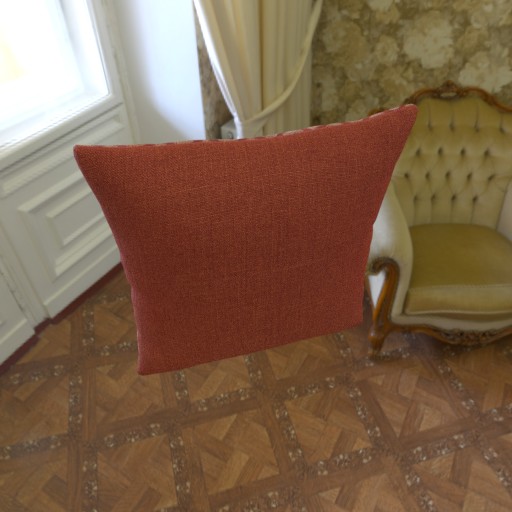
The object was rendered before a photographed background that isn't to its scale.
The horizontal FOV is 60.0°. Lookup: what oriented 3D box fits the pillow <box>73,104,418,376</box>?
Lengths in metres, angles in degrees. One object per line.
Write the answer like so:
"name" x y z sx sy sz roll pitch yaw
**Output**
"pillow" 0.000 0.000 0.672 0.429 0.434 0.159 -12 43 -13
